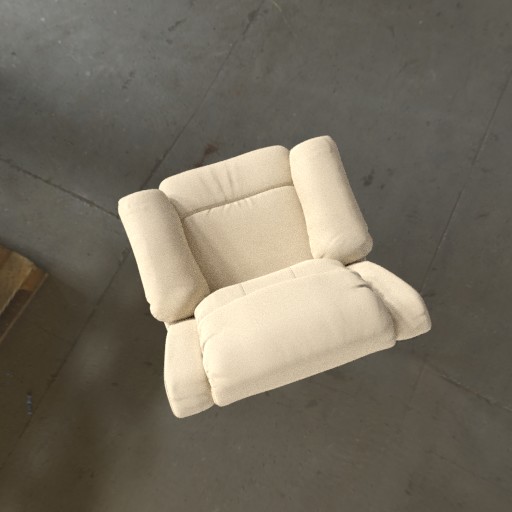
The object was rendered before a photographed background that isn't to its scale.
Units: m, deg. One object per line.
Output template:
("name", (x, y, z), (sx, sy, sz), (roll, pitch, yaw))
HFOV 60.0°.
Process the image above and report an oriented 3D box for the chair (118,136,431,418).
("chair", (0.000, 0.000, 1.286), (0.680, 0.702, 0.709), (-18, 76, -5))
